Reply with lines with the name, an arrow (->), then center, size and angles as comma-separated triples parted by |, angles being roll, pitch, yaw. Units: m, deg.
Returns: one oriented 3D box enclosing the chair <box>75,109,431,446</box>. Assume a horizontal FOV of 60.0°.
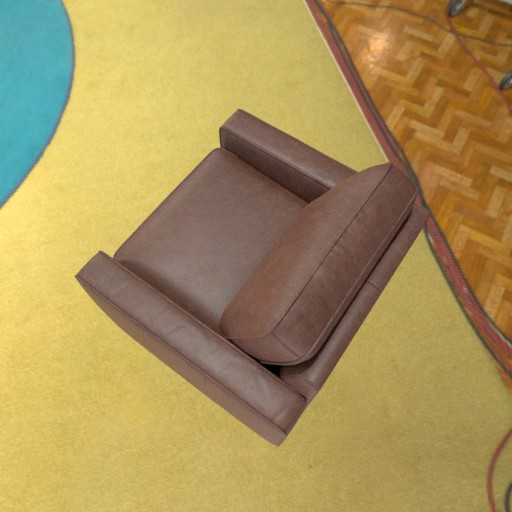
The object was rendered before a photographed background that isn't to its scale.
chair -> 0.000, 0.000, 1.736 | 0.940, 0.919, 1.017 | 33, 68, 15
